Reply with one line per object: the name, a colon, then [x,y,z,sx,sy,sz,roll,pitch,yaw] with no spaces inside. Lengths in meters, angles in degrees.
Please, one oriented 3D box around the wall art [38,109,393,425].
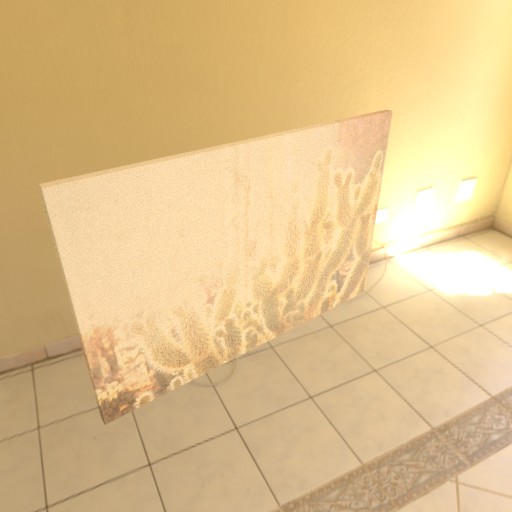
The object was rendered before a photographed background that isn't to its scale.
wall art: [0.000,0.000,1.904,1.525,1.012,0.038,-21,37,-31]
